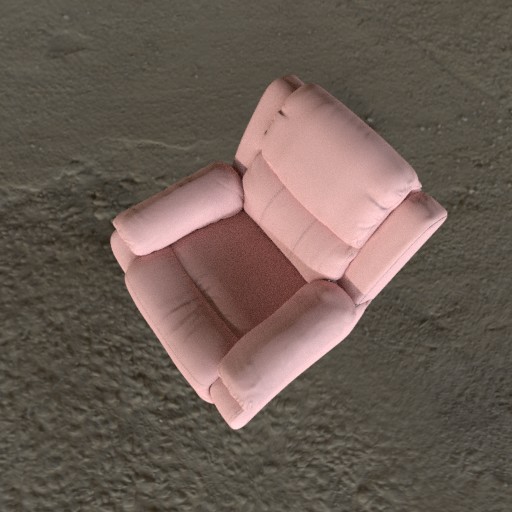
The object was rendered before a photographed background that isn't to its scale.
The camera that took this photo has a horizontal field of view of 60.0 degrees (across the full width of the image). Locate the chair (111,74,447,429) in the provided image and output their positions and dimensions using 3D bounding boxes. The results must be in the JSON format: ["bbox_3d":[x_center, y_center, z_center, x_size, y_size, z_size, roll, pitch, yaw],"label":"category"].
[{"bbox_3d":[0.000,0.000,1.284,0.709,0.702,0.680,-34,68,-16],"label":"chair"}]
